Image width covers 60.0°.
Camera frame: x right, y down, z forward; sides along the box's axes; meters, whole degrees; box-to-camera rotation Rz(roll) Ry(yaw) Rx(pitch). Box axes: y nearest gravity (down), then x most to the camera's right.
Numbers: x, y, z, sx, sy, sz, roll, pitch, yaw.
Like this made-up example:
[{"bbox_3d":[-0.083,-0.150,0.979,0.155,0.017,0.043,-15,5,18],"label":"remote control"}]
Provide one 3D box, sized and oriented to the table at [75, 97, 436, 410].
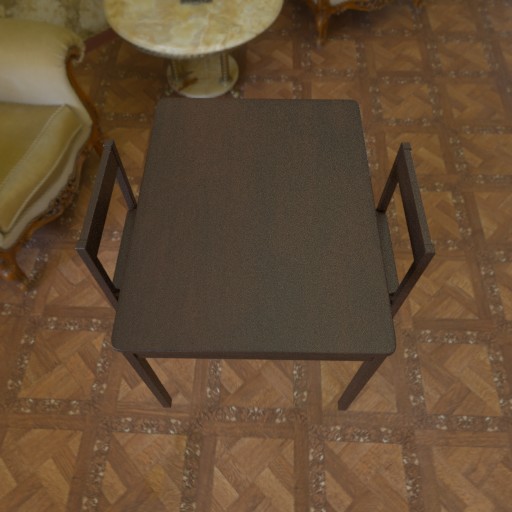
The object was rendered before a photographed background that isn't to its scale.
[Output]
[{"bbox_3d":[0.000,0.000,1.109,0.672,0.503,0.650,1,59,0],"label":"table"}]
